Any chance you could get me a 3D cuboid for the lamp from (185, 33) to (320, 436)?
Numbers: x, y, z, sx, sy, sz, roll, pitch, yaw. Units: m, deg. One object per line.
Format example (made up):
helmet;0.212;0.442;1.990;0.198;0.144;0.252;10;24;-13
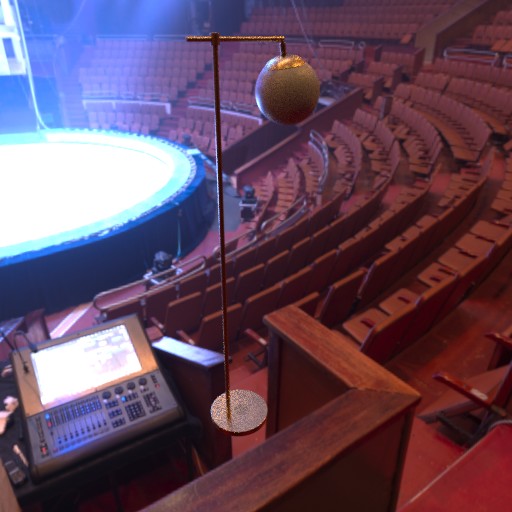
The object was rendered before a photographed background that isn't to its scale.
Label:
lamp;0.000;0.000;1.676;0.476;1.505;0.249;-18;31;-32
